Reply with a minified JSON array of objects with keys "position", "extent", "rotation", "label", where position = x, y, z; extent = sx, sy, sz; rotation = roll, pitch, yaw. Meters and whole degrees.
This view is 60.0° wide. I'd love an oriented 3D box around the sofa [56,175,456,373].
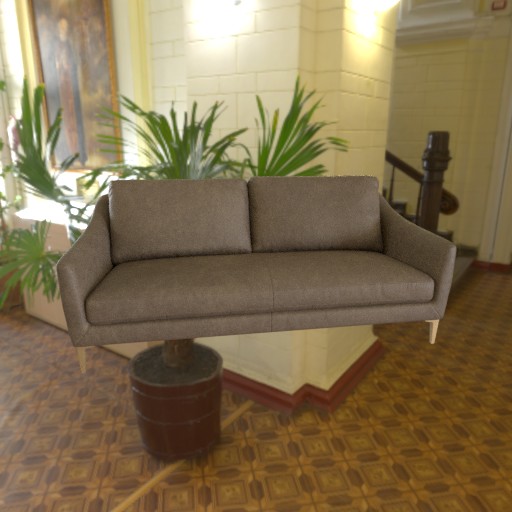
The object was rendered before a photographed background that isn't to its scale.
[{"position":[0.000,0.000,2.673],"extent":[2.036,0.902,0.960],"rotation":[-3,16,-9],"label":"sofa"}]
